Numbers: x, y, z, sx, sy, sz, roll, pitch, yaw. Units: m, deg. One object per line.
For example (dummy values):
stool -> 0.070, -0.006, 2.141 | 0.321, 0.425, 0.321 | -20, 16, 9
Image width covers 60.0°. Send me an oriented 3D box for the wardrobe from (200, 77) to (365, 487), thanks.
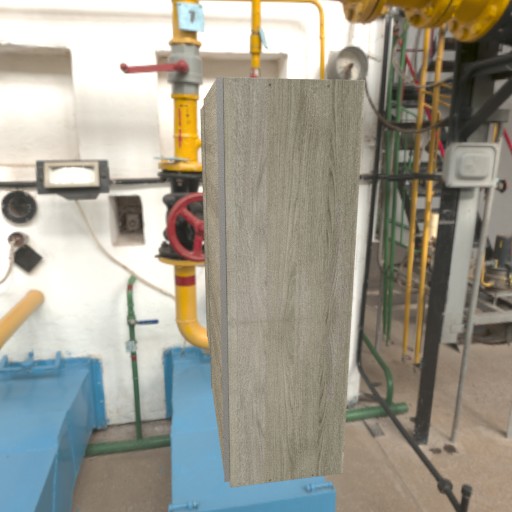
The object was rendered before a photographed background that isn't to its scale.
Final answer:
wardrobe -> 0.000, 0.000, 2.908 | 0.629, 1.960, 1.780 | -2, 15, -9
